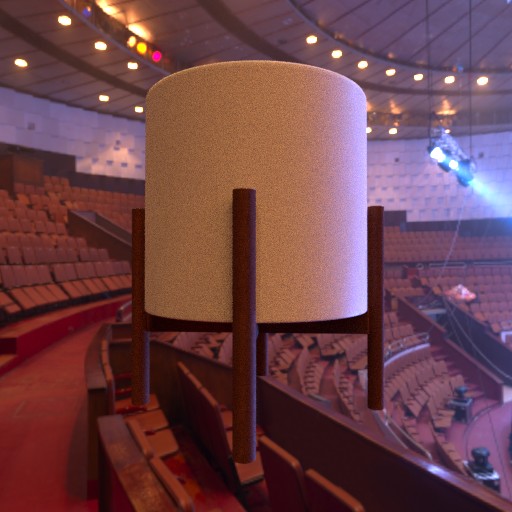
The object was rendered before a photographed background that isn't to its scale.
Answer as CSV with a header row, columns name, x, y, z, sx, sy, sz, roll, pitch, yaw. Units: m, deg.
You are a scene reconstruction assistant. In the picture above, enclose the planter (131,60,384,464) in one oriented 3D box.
name,x,y,z,sx,sy,sz,roll,pitch,yaw
planter,0.000,0.000,0.863,0.420,0.581,0.421,0,-1,-38
